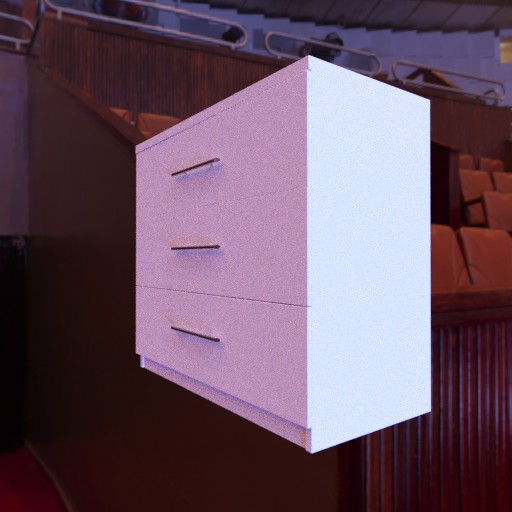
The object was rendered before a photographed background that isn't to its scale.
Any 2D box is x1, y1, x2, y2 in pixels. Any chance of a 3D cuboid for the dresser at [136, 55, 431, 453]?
[{"bbox_3d":[0.000,0.000,1.263,0.420,0.740,0.830,0,-1,-36],"label":"dresser"}]
